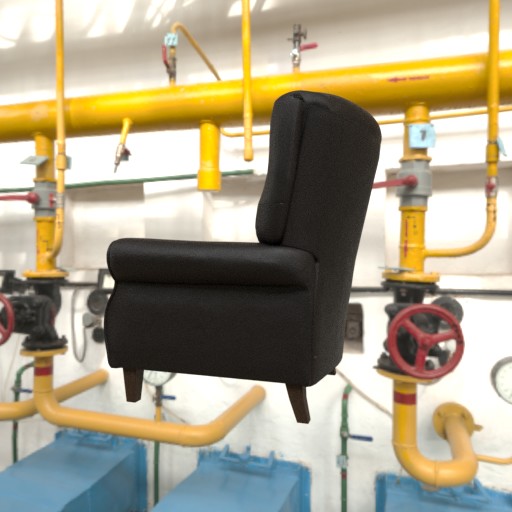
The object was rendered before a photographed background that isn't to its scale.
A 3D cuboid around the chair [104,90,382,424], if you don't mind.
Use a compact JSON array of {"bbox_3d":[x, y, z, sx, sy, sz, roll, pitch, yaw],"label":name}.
[{"bbox_3d":[0.000,0.000,1.943,1.058,1.158,0.948,0,0,18],"label":"chair"}]
